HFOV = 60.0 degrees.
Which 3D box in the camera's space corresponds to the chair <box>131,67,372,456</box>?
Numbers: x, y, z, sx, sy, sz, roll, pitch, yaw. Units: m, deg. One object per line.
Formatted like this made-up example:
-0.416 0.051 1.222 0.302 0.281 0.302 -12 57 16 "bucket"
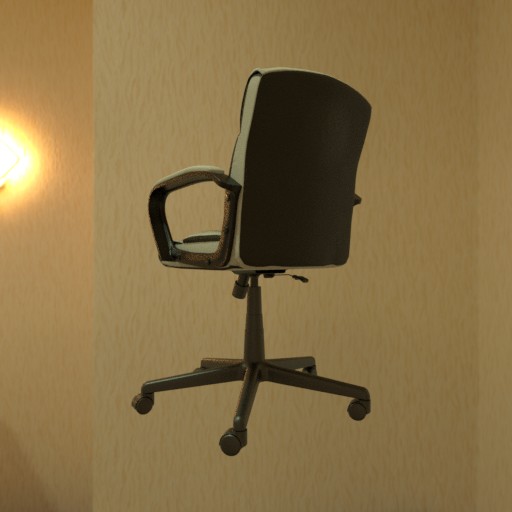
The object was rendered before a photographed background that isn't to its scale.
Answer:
0.000 0.000 1.495 0.739 1.004 0.717 0 0 -36 "chair"
